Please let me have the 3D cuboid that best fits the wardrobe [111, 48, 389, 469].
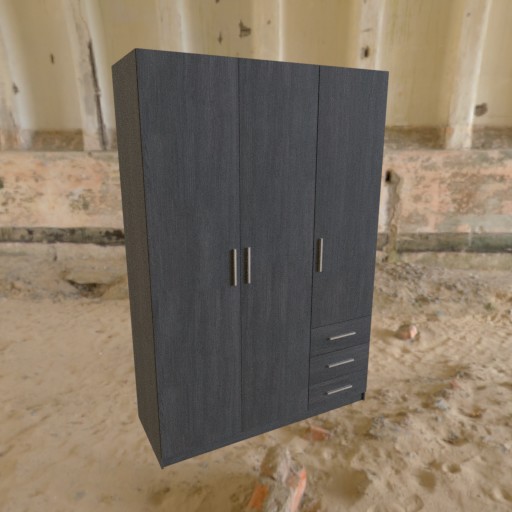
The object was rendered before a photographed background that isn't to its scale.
[{"bbox_3d":[0.000,0.000,2.427,1.290,1.910,0.510,-8,17,-27],"label":"wardrobe"}]
